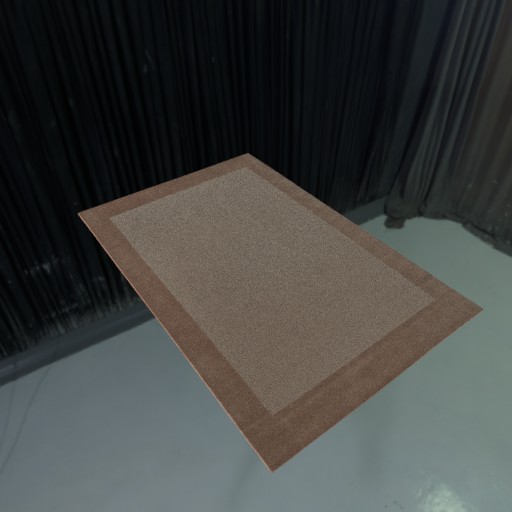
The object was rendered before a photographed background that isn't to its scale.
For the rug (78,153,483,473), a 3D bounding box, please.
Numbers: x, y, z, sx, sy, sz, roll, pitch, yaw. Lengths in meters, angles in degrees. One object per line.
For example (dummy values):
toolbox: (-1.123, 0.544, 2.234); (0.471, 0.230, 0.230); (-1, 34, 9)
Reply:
rug: (0.000, 0.000, 2.294); (1.219, 0.014, 1.829); (-26, 47, -27)
